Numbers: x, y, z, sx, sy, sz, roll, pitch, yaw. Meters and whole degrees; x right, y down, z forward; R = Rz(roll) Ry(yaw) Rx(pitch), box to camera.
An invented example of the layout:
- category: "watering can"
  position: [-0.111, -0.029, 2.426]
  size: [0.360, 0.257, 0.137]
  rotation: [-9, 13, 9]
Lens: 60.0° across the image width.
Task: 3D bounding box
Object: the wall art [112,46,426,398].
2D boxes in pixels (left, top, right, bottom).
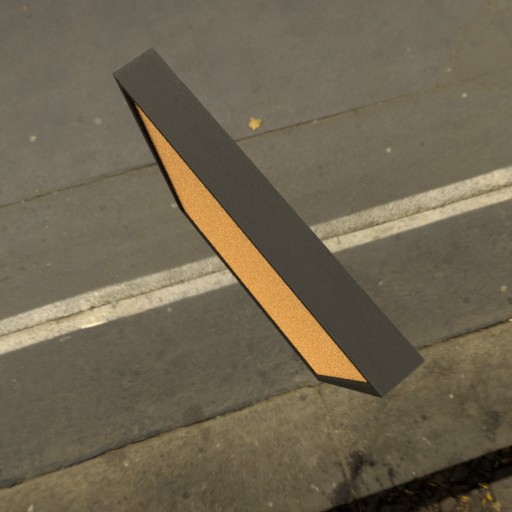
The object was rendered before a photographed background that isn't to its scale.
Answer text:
- category: "wall art"
  position: [0.000, 0.000, 0.461]
  size: [0.037, 0.305, 0.305]
  rotation: [-38, 79, -9]
